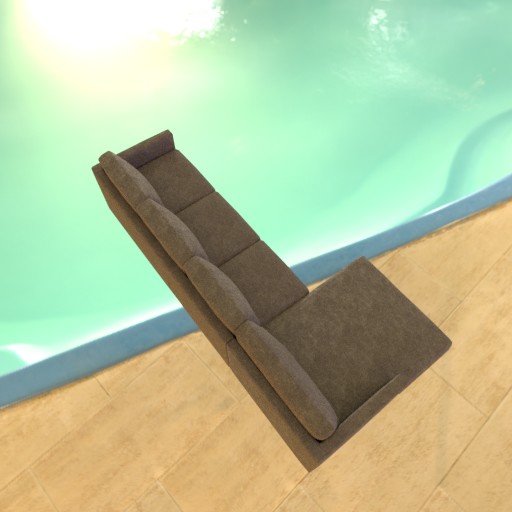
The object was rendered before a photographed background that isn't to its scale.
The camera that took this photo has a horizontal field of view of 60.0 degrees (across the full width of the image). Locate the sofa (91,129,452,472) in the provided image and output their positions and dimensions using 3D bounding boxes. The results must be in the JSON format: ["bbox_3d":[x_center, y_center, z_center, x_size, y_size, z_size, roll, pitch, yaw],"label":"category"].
[{"bbox_3d":[0.000,0.000,4.241,1.606,0.954,3.471,-33,64,-19],"label":"sofa"}]
